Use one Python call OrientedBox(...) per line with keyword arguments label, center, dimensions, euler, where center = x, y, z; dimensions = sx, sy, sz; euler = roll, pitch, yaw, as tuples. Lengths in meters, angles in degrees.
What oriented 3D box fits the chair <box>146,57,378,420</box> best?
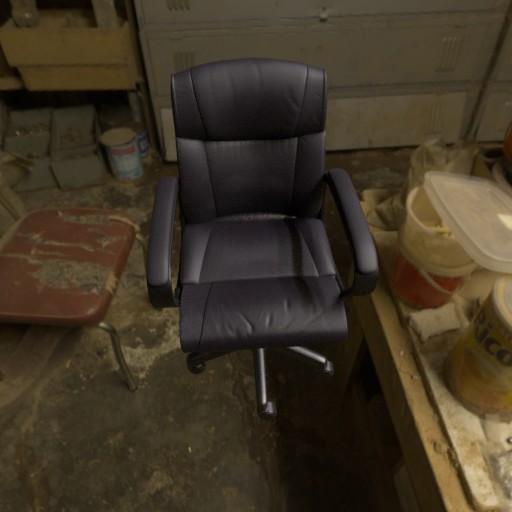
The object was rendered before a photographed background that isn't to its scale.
OrientedBox(label="chair", center=(0.000, 0.000, 1.401), dimensions=(0.576, 0.998, 0.641), euler=(-3, 46, -3))
